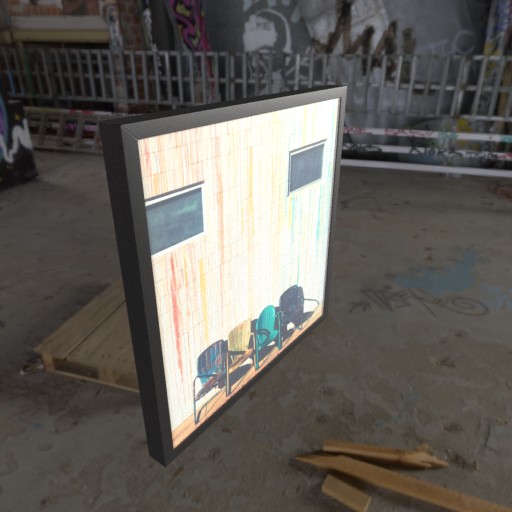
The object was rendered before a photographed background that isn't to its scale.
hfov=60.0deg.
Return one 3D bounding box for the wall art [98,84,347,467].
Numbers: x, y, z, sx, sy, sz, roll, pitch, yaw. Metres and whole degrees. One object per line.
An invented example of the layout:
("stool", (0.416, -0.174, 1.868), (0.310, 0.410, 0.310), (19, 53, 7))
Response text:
("wall art", (0.000, 0.000, 0.752), (0.037, 0.506, 0.506), (18, 32, 33))
